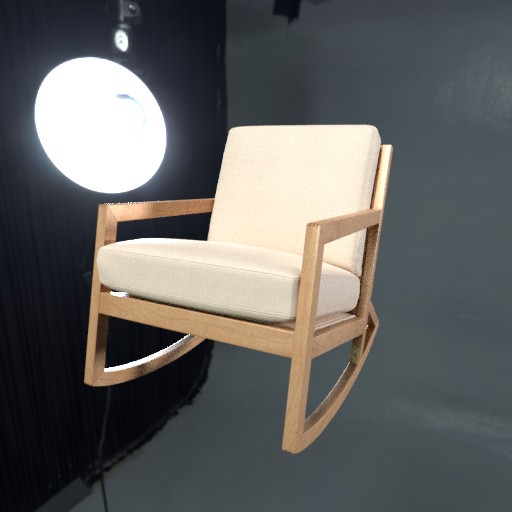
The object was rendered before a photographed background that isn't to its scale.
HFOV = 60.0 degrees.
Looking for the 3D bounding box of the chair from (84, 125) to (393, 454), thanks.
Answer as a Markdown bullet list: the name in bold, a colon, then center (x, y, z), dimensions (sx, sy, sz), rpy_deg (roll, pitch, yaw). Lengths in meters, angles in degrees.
- **chair**: center (0.000, 0.000, 1.372), dimensions (0.622, 0.790, 0.857), rpy_deg (7, 17, 26)
